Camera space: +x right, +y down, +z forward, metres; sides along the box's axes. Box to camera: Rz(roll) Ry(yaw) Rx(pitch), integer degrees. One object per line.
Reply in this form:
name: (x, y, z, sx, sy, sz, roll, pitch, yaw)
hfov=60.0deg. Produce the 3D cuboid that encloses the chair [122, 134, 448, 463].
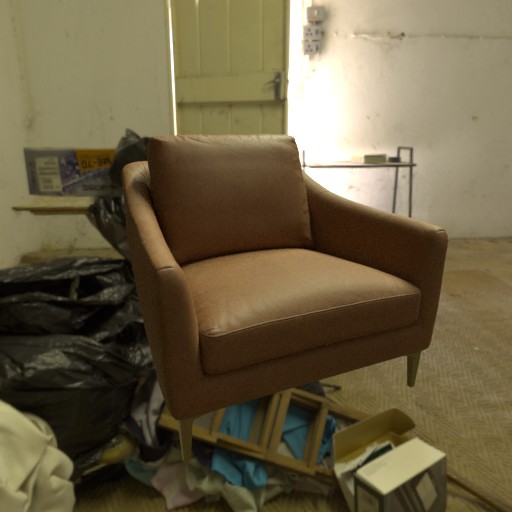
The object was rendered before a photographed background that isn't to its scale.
chair: (0.000, 0.000, 1.693, 0.988, 0.895, 0.963, -8, 17, -25)
